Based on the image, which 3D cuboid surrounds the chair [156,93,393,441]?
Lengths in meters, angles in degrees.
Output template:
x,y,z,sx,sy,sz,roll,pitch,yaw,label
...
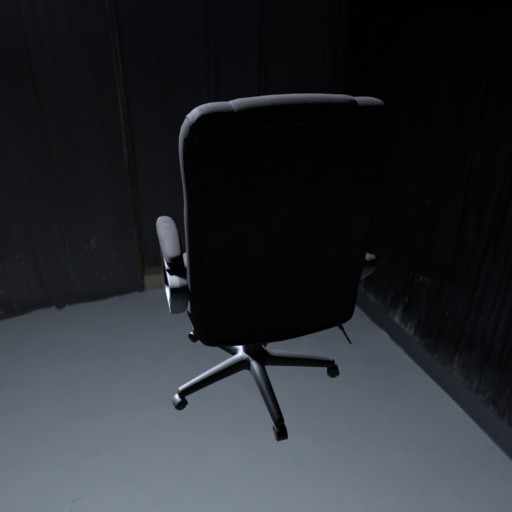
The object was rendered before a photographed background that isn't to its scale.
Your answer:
x,y,z,sx,sy,sz,roll,pitch,yaw,label
0.000,0.000,1.509,0.667,1.105,0.724,-7,27,-15,chair
